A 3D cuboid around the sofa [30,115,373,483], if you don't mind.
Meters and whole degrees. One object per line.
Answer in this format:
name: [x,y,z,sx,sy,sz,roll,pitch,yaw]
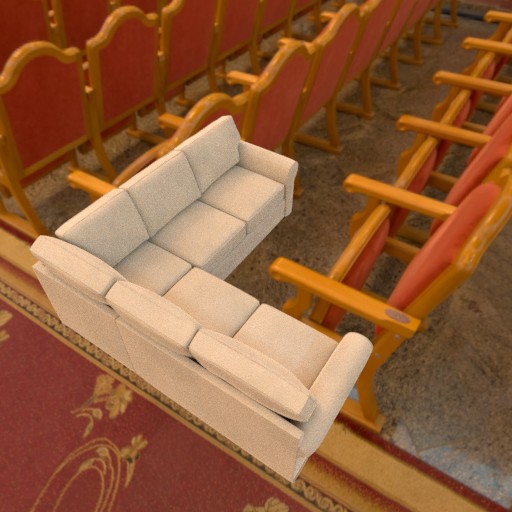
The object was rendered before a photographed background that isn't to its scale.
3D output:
sofa: [0.000,0.000,3.881,2.487,1.054,2.569,26,51,23]
